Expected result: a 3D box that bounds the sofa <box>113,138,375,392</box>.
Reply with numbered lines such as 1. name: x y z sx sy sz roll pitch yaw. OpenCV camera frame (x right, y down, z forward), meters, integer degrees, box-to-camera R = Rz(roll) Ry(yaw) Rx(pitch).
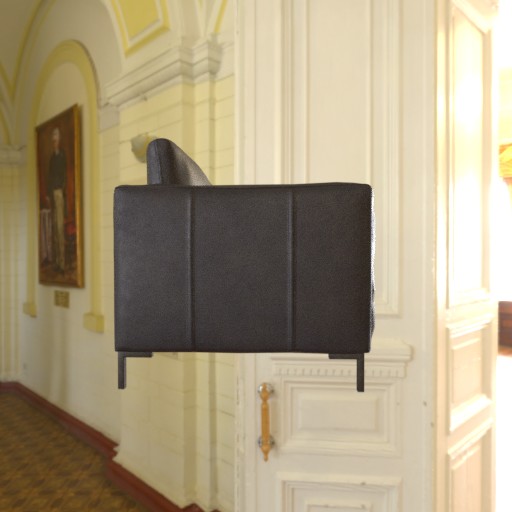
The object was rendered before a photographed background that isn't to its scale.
1. sofa: 0.000 0.000 2.324 0.947 0.883 1.805 0 1 0
